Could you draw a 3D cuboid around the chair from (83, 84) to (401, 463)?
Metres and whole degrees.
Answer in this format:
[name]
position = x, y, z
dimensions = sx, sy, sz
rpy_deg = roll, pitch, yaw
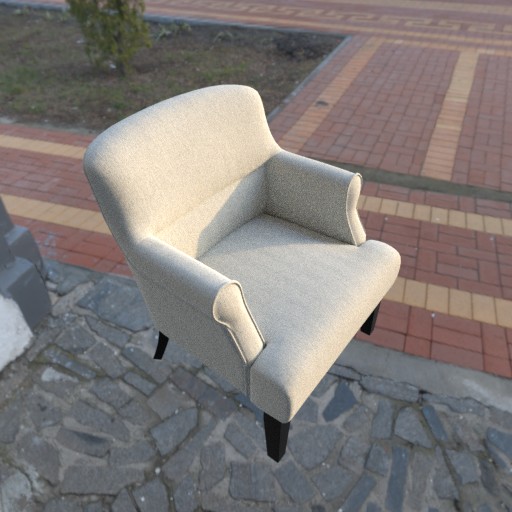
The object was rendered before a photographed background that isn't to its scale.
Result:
[chair]
position = 0.000, 0.000, 1.460
dimensions = 0.750, 0.875, 0.781
rpy_deg = 25, 46, 28
